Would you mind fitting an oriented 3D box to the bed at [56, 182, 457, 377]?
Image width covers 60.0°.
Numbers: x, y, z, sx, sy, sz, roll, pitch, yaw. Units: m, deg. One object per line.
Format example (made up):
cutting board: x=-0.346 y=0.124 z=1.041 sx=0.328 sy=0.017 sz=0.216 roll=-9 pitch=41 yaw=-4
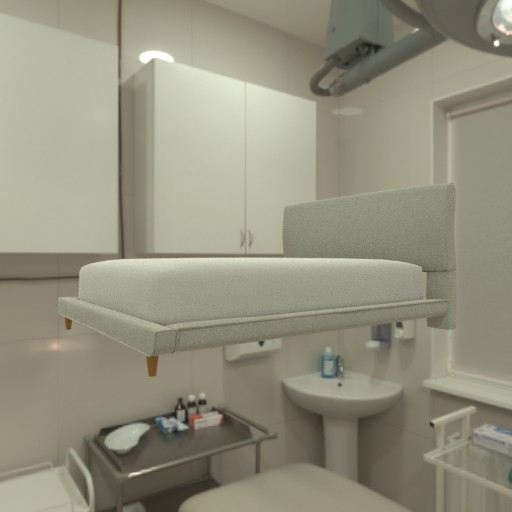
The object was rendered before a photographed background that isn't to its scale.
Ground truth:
bed: x=0.000 y=0.000 z=3.267 sx=2.368 sy=1.067 sz=1.840 roll=0 pitch=0 yaw=-36
